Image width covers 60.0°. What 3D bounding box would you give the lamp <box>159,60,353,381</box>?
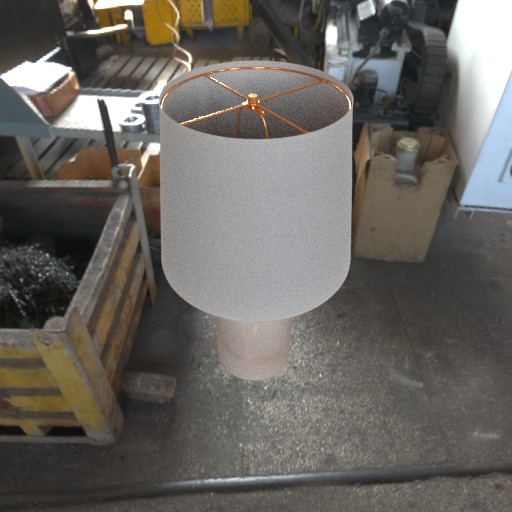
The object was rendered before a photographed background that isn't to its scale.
[{"bbox_3d":[0.000,0.000,0.457,0.189,0.340,0.189,0,42,0],"label":"lamp"}]
